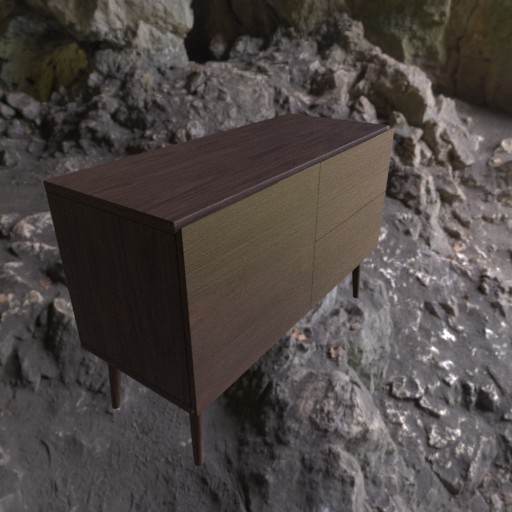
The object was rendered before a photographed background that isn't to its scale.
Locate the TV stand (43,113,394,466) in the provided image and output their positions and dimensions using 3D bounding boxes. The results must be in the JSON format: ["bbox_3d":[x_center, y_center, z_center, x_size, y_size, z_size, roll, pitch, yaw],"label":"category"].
[{"bbox_3d":[0.000,0.000,1.346,0.405,0.660,0.990,18,33,31],"label":"TV stand"}]
